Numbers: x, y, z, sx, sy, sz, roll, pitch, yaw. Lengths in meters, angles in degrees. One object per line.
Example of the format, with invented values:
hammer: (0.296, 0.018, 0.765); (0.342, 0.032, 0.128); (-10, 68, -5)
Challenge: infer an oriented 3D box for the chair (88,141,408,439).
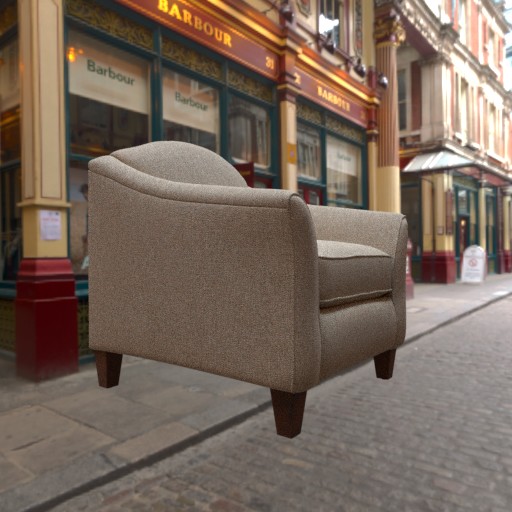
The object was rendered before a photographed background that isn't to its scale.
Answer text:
chair: (0.000, 0.000, 1.466); (0.787, 0.839, 0.763); (0, 0, 37)
